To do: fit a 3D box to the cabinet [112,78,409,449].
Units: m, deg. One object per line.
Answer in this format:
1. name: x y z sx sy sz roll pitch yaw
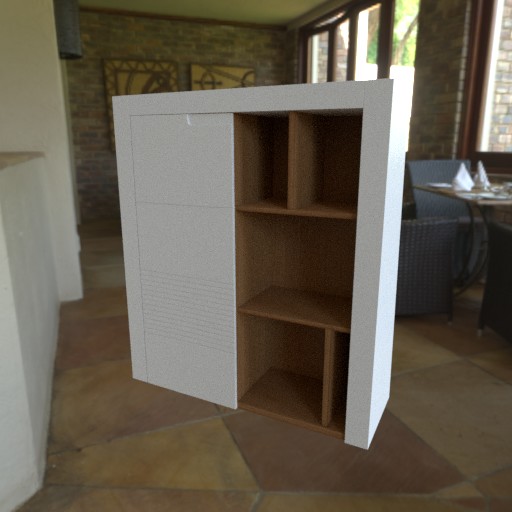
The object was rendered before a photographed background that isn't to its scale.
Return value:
1. cabinet: 0.000 0.000 1.667 0.990 1.150 0.348 7 16 26
